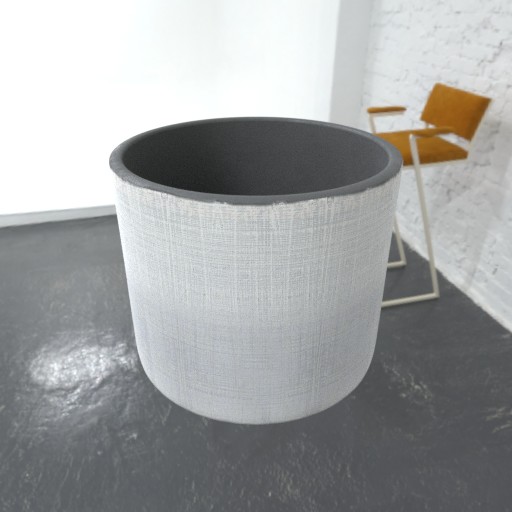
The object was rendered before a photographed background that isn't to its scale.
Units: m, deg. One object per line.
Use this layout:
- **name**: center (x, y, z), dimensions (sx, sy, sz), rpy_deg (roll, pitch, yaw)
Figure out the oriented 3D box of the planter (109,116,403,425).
- **planter**: center (0.000, 0.000, 0.443), dimensions (0.254, 0.221, 0.254), rpy_deg (0, 29, 0)
